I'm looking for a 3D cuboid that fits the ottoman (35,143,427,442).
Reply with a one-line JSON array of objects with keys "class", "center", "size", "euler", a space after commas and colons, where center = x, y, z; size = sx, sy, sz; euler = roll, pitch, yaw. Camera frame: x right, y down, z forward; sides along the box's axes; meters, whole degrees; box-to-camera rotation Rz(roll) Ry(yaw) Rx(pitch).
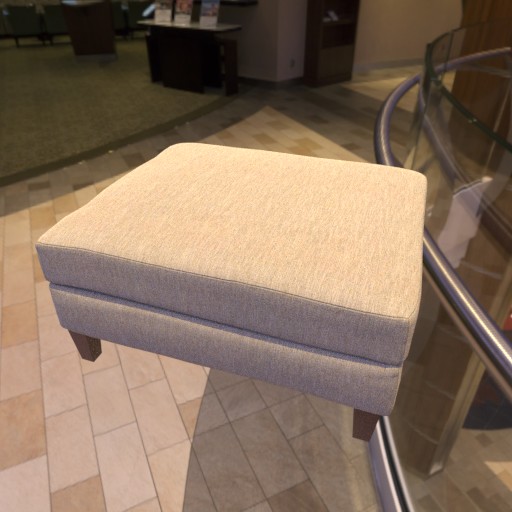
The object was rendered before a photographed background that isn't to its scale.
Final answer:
[{"class": "ottoman", "center": [0.000, 0.000, 1.442], "size": [0.976, 0.492, 0.836], "euler": [11, 35, 16]}]
